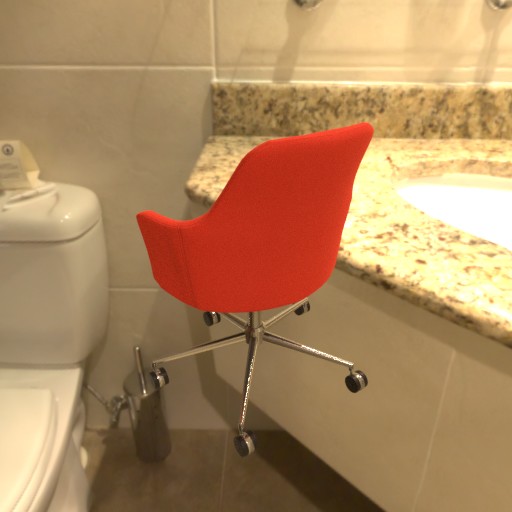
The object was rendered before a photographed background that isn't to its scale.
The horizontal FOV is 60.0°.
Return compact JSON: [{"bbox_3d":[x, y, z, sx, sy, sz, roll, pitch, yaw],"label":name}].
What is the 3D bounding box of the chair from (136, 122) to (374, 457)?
[{"bbox_3d":[0.000,0.000,1.282,0.655,0.820,0.600,-19,35,-31],"label":"chair"}]
